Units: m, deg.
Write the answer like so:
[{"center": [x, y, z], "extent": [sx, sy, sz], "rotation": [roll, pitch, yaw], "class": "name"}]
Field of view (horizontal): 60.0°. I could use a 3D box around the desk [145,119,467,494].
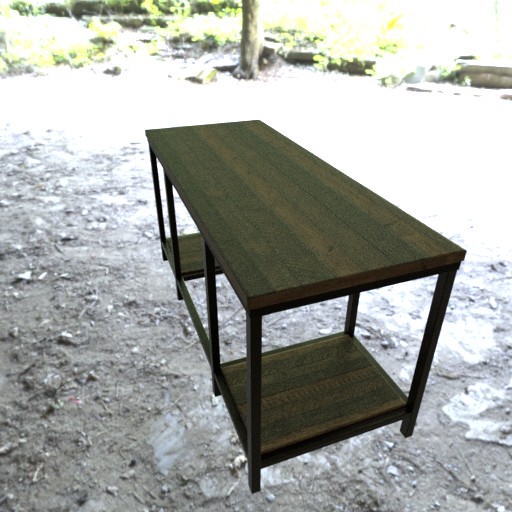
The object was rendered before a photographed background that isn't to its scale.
[{"center": [0.000, 0.000, 1.893], "extent": [0.617, 0.753, 1.538], "rotation": [-11, 32, -18], "class": "desk"}]
